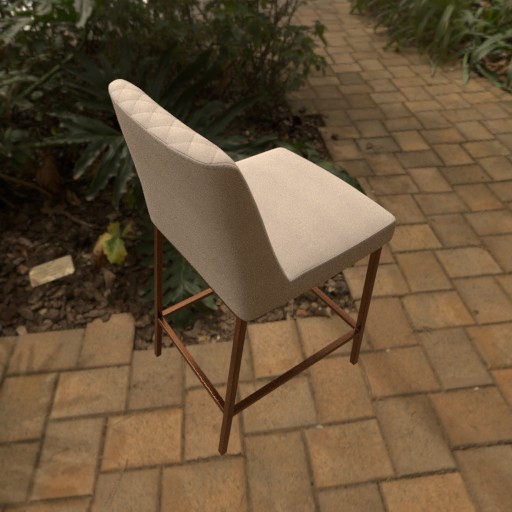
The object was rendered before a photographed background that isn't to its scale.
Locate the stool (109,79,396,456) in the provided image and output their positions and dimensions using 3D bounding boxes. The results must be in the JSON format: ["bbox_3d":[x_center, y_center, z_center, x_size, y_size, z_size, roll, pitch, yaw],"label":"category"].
[{"bbox_3d":[0.000,0.000,1.260,0.576,0.973,0.507,-25,48,-26],"label":"stool"}]
